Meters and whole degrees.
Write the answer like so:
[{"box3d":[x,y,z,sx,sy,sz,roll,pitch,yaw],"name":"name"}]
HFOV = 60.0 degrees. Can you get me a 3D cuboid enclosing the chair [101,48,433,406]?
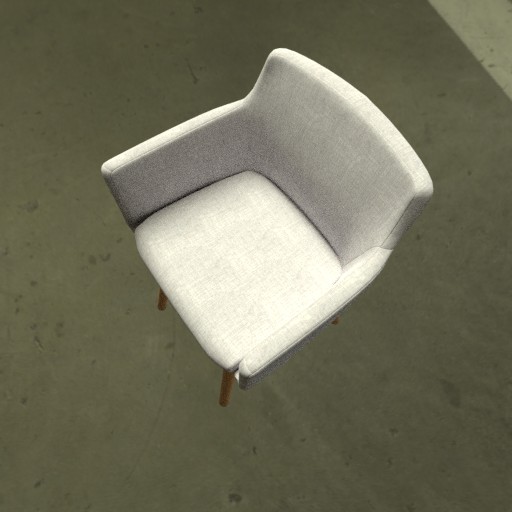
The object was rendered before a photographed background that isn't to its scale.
[{"box3d":[0.000,0.000,1.138,0.540,0.780,0.570,-33,68,-15],"name":"chair"}]
